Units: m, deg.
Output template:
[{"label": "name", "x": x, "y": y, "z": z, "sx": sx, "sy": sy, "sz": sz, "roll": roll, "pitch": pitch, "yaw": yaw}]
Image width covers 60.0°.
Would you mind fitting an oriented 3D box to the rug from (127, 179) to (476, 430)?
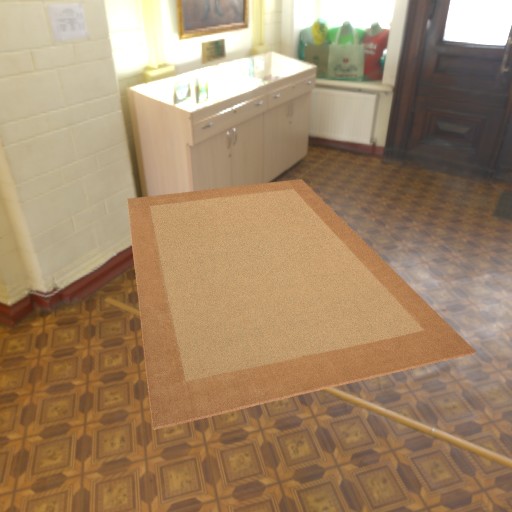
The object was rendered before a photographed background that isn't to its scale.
[{"label": "rug", "x": 0.000, "y": 0.000, "z": 2.295, "sx": 1.219, "sy": 0.014, "sz": 1.829, "roll": -9, "pitch": 33, "yaw": -14}]
